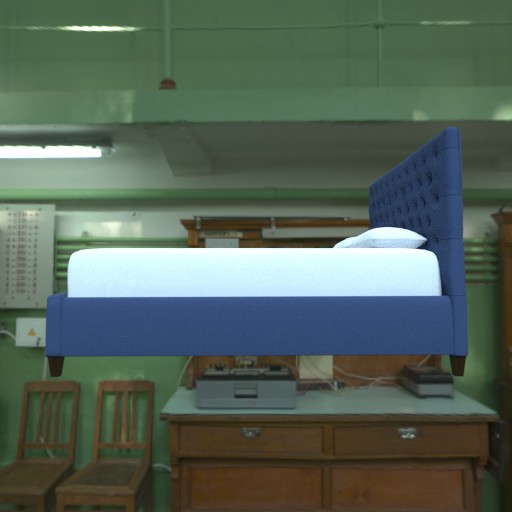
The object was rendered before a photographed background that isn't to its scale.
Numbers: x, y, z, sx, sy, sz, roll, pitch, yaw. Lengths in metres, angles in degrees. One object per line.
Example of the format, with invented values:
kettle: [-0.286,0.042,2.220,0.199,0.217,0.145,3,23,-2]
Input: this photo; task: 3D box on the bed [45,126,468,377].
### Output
bed: [0.000,0.000,3.342,2.387,1.427,1.706,0,-2,0]
